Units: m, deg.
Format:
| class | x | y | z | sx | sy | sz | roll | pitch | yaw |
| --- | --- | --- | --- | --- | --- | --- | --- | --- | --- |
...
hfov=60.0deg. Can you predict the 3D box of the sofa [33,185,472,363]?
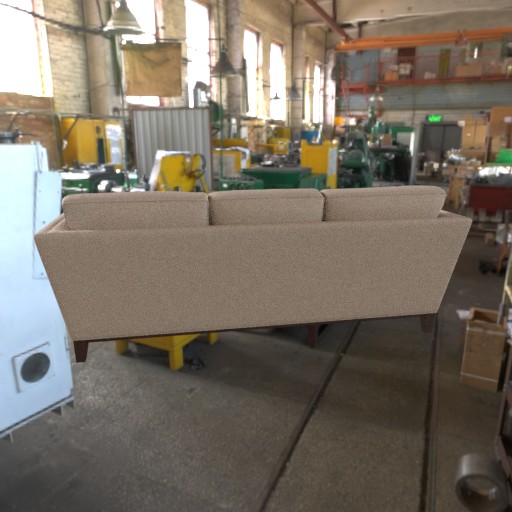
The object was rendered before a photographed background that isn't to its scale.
| class | x | y | z | sx | sy | sz | roll | pitch | yaw |
| --- | --- | --- | --- | --- | --- | --- | --- | --- | --- |
| sofa | 0.000 | 0.000 | 2.892 | 2.388 | 0.940 | 0.965 | -3 | 15 | -10 |
